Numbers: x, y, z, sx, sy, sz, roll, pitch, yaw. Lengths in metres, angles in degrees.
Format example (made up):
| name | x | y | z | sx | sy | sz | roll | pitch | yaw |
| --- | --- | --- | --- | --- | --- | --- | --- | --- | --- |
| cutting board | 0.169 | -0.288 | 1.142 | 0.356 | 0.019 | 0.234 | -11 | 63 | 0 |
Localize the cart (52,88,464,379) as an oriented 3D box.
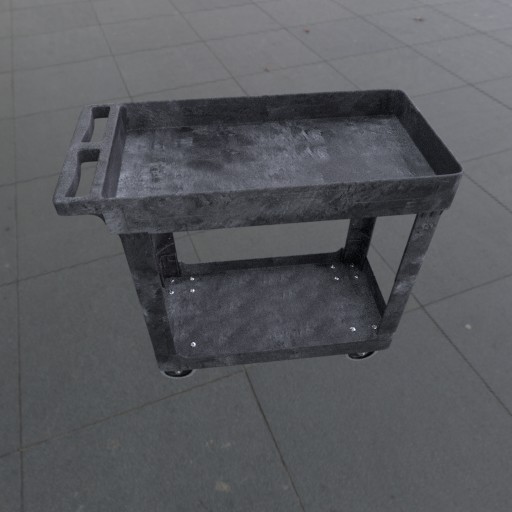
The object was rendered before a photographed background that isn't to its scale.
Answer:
| name | x | y | z | sx | sy | sz | roll | pitch | yaw |
| --- | --- | --- | --- | --- | --- | --- | --- | --- | --- |
| cart | 0.000 | 0.000 | 1.356 | 0.877 | 0.824 | 0.420 | -5 | 46 | -5 |
